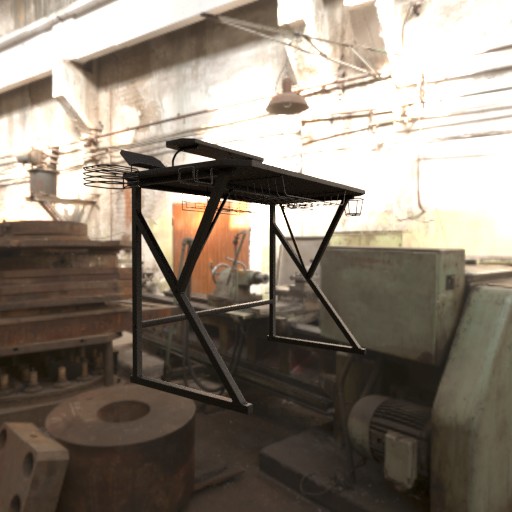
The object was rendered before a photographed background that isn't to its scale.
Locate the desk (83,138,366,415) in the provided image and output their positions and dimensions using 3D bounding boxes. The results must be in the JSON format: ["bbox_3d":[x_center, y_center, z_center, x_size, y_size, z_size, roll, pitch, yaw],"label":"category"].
[{"bbox_3d":[0.000,0.000,1.775,0.580,0.880,1.290,1,2,36],"label":"desk"}]
